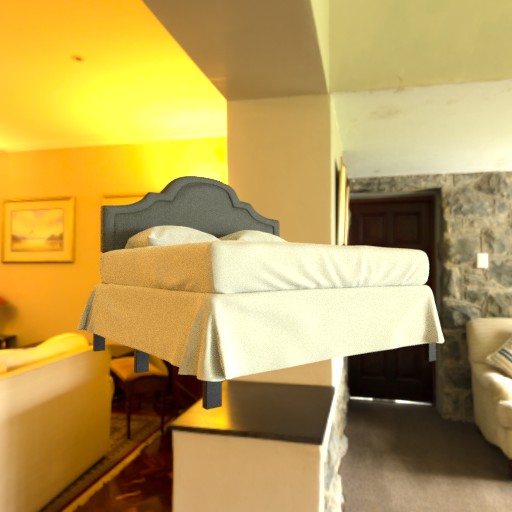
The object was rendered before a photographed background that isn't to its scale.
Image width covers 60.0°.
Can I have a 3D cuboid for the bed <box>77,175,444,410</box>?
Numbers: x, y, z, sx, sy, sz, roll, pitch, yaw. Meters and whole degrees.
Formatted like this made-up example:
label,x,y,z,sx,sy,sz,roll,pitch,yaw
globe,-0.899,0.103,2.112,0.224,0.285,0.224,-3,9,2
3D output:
label,x,y,z,sx,sy,sz,roll,pitch,yaw
bed,0.000,0.000,3.672,2.303,1.631,2.222,1,-2,-36
